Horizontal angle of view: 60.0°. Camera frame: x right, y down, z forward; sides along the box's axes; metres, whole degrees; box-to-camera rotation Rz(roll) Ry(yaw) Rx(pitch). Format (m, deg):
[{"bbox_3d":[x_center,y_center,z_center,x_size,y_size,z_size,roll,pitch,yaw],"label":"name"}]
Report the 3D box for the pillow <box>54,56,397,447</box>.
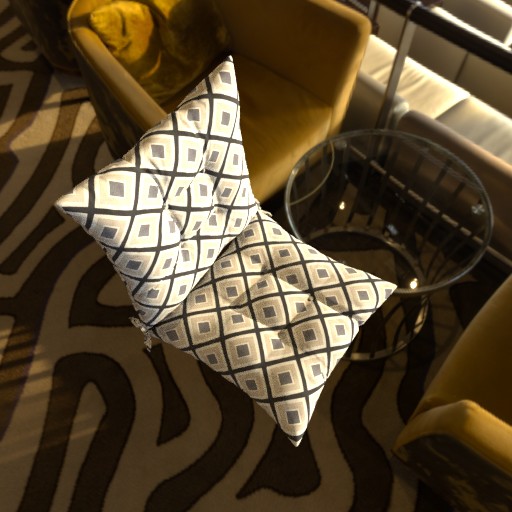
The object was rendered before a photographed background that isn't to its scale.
[{"bbox_3d":[0.000,0.000,1.007,0.585,0.536,0.541,31,63,18],"label":"pillow"}]
